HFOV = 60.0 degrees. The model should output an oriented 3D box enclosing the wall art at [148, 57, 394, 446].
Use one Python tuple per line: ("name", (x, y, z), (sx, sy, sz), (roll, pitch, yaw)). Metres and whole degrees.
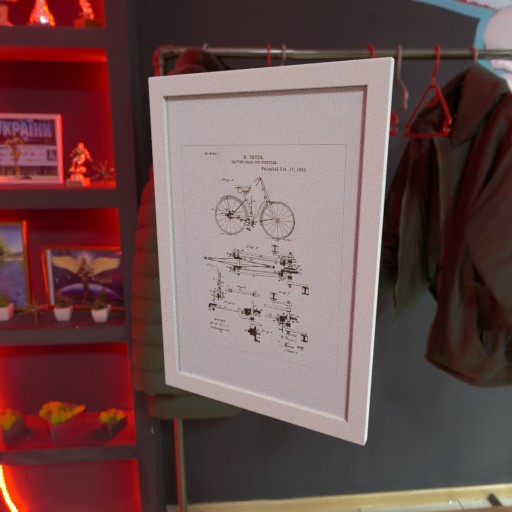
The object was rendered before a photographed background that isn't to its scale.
("wall art", (0.000, 0.000, 0.609), (0.332, 0.477, 0.015), (7, 16, 27))
